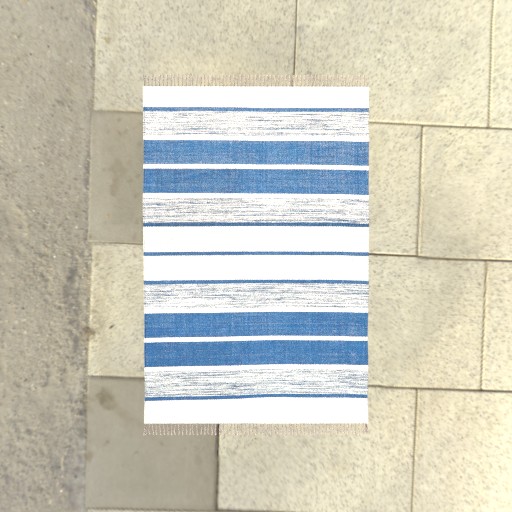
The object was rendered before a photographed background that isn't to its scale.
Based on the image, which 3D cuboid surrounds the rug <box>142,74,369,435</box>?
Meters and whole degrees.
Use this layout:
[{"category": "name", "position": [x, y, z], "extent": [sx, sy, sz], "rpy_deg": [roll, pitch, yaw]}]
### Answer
[{"category": "rug", "position": [0.000, 0.000, 3.005], "extent": [1.532, 0.010, 2.441], "rpy_deg": [0, 91, 0]}]
